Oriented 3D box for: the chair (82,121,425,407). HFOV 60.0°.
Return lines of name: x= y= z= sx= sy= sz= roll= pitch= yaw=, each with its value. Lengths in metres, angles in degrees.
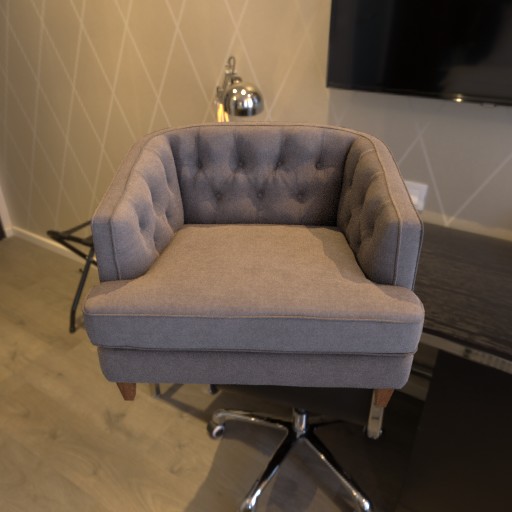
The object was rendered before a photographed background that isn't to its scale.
chair: x=0.000 y=0.000 z=1.769 sx=1.104 sy=0.852 sz=0.941 roll=1 pitch=30 yaw=2
